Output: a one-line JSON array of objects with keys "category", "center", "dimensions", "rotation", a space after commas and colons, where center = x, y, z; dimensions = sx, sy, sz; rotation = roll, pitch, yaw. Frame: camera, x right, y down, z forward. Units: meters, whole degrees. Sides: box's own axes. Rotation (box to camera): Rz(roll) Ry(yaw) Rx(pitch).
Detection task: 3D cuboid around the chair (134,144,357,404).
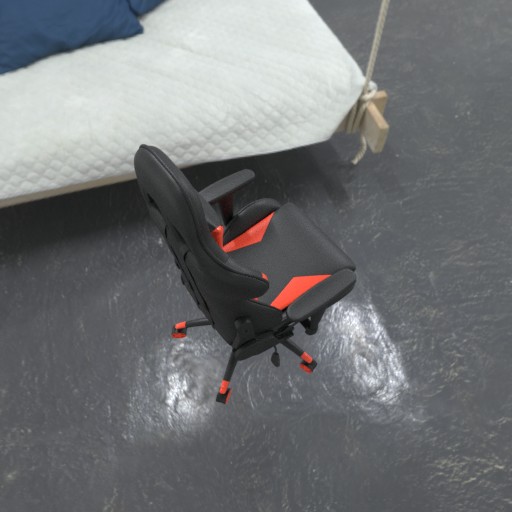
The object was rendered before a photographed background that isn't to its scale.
[{"category": "chair", "center": [0.000, 0.000, 1.667], "dimensions": [0.730, 1.282, 0.695], "rotation": [-32, 62, -19]}]
